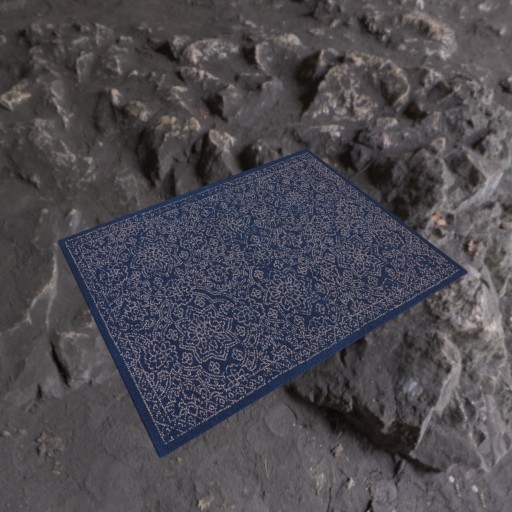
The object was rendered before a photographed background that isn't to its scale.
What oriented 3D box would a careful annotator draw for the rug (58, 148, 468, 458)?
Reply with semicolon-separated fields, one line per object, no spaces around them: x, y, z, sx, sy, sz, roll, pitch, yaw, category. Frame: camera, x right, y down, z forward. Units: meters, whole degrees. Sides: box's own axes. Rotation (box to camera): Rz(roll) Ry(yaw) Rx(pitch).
0.000;0.000;4.180;3.048;0.010;2.438;-25;51;-22;rug
